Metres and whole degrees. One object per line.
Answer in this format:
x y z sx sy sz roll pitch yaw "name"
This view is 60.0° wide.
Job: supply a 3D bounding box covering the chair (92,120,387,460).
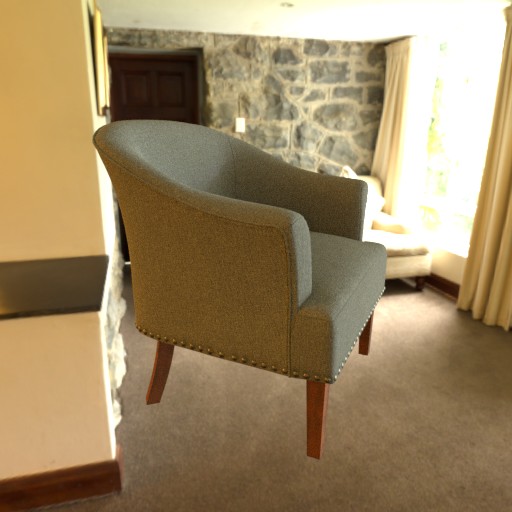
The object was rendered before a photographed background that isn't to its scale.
0.000 0.000 1.379 0.704 0.815 0.798 7 17 24 "chair"
